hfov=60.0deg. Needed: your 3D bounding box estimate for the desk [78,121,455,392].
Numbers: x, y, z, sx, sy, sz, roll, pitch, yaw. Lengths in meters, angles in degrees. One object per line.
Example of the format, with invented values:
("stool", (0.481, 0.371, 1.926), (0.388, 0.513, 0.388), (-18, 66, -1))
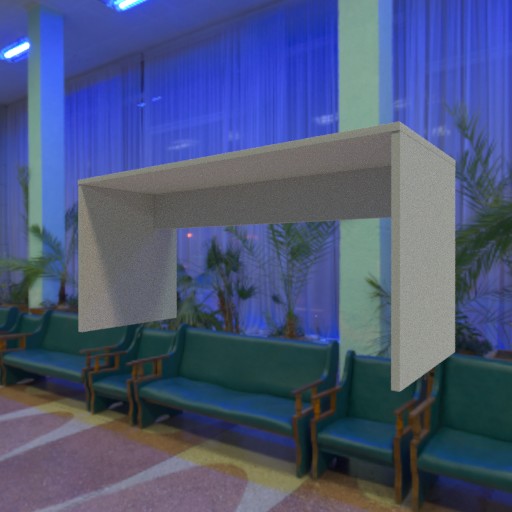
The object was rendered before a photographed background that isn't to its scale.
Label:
("desk", (0.000, 0.000, 2.029), (1.600, 0.750, 0.802), (0, 0, 37))
